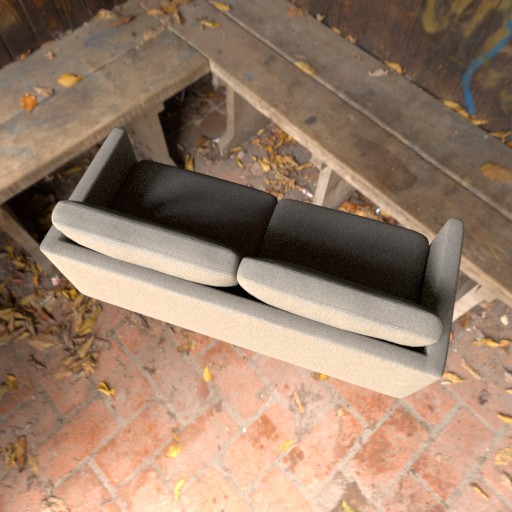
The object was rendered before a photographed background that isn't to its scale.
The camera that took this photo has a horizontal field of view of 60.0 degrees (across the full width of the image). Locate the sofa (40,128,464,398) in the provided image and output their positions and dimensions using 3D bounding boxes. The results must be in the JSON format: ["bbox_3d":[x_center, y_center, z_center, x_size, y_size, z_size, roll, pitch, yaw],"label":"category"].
[{"bbox_3d":[0.000,0.000,2.687,2.208,0.963,0.956,17,65,8],"label":"sofa"}]
